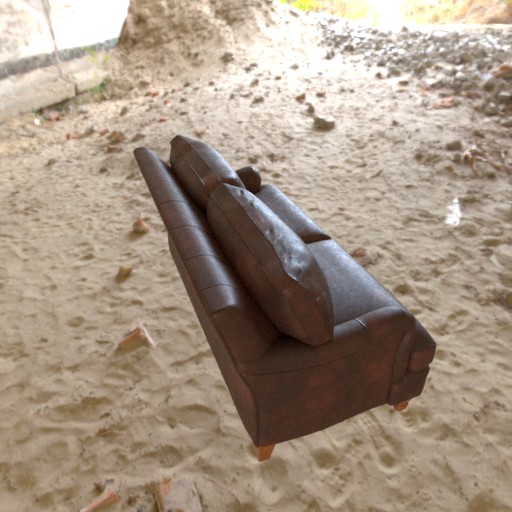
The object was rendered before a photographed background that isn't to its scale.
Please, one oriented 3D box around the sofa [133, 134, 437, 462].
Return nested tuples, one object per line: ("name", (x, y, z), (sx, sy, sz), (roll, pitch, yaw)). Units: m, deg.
("sofa", (0.000, 0.000, 2.810), (1.147, 1.071, 2.144), (-11, 33, -18))
